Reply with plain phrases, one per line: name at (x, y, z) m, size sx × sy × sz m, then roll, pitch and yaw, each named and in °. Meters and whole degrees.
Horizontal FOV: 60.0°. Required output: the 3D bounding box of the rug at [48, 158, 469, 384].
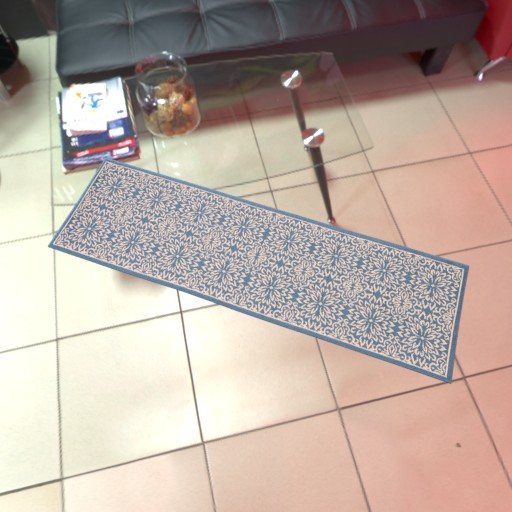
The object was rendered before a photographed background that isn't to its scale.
rug at (0.000, 0.000, 2.406) m, size 2.196 × 0.011 × 0.662 m, roll 18°, pitch 64°, yaw 9°
